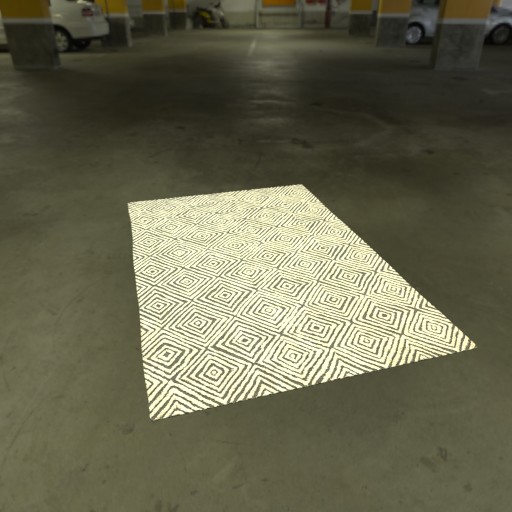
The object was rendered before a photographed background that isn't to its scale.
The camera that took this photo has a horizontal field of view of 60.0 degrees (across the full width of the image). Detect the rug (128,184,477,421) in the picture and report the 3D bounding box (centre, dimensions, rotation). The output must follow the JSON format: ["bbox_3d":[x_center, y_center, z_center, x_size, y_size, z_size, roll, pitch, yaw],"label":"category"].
[{"bbox_3d":[0.000,0.000,2.198,1.177,0.004,1.750,-8,31,-14],"label":"rug"}]
